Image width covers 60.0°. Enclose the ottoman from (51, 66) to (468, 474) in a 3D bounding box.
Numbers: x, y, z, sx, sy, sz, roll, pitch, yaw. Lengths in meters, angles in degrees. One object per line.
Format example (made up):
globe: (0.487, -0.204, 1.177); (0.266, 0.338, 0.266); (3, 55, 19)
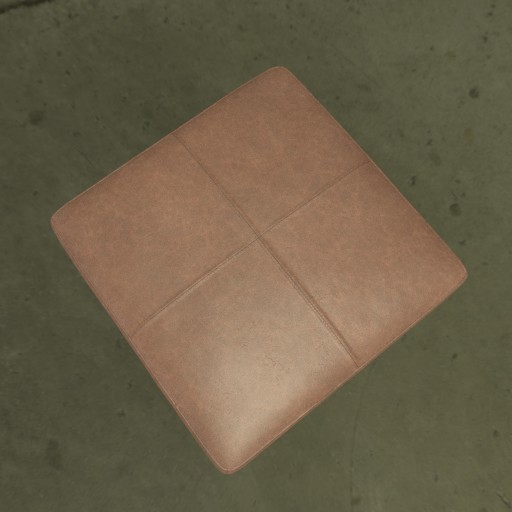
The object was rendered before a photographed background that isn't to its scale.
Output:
ottoman: (0.000, 0.000, 1.800); (1.168, 0.490, 1.168); (-37, 79, -8)
